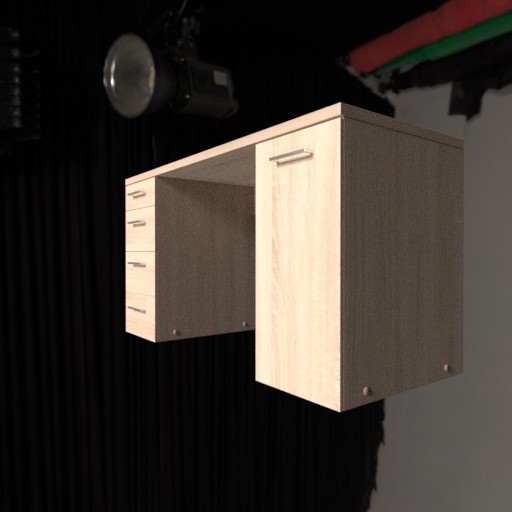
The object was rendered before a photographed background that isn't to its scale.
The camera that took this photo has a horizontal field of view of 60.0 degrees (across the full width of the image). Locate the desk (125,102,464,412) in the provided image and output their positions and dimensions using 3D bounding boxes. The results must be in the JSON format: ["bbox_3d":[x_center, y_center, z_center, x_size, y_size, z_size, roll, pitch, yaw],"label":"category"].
[{"bbox_3d":[0.000,0.000,1.772,0.600,0.740,1.390,0,0,-37],"label":"desk"}]
